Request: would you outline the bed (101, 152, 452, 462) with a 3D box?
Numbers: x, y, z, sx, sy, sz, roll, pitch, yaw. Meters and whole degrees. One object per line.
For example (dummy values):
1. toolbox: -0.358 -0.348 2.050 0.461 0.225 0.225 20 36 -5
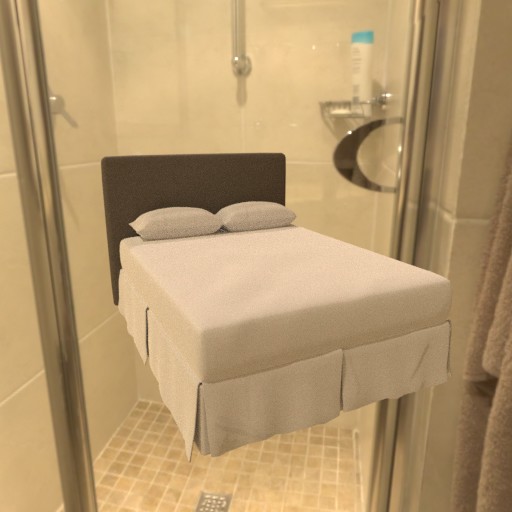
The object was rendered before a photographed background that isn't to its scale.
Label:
1. bed: 0.000 0.000 3.127 1.723 1.330 2.142 -8 17 -25
